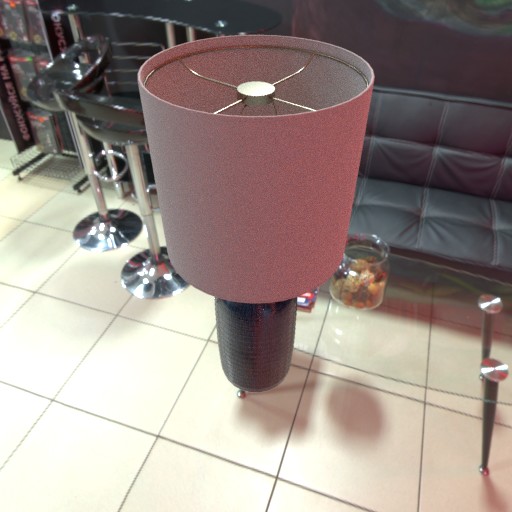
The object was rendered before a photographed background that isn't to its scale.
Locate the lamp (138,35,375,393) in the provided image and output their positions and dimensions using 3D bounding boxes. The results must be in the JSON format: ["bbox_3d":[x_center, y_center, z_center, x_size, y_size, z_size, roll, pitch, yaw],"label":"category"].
[{"bbox_3d":[0.000,0.000,0.577,0.220,0.475,0.220,-27,48,-28],"label":"lamp"}]
